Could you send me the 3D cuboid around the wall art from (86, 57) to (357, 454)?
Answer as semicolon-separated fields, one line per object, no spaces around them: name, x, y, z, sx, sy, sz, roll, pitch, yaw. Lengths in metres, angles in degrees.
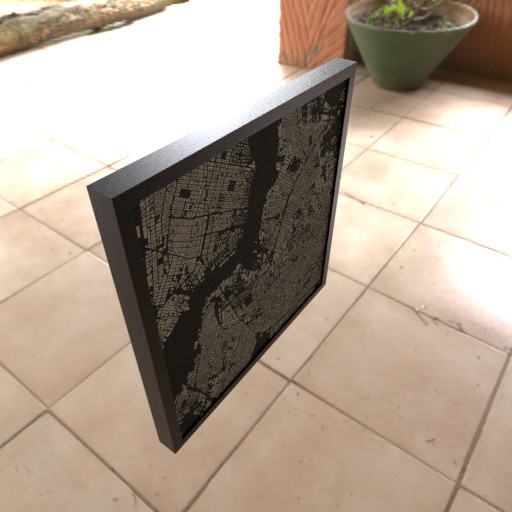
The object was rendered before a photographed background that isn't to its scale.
wall art;0.000;0.000;0.741;0.038;0.506;0.506;26;47;27
